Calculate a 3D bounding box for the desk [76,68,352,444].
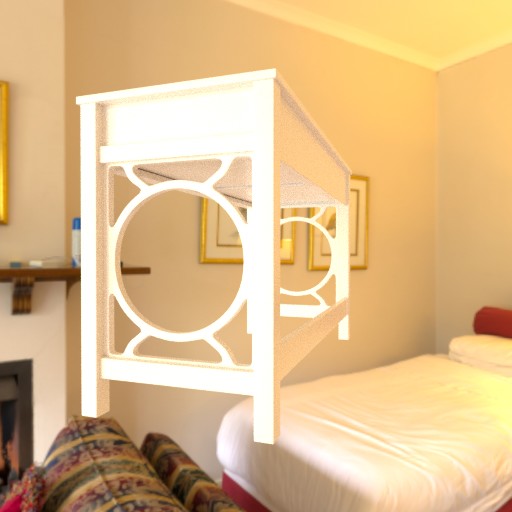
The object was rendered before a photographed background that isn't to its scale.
[{"bbox_3d":[0.000,0.000,1.532,0.504,0.762,1.191,0,1,19],"label":"desk"}]
